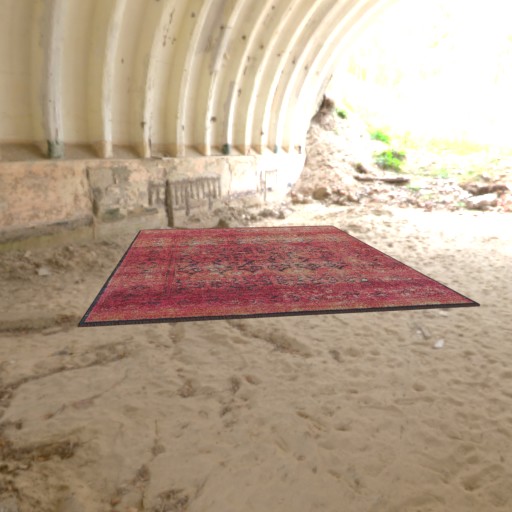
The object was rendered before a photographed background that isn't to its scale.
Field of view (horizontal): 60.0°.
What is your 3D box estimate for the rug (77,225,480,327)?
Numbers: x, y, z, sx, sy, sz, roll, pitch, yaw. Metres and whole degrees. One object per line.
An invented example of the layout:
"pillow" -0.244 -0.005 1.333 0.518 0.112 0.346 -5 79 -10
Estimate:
"rug" 0.000 0.000 4.056 2.411 0.020 3.032 -2 14 -8
